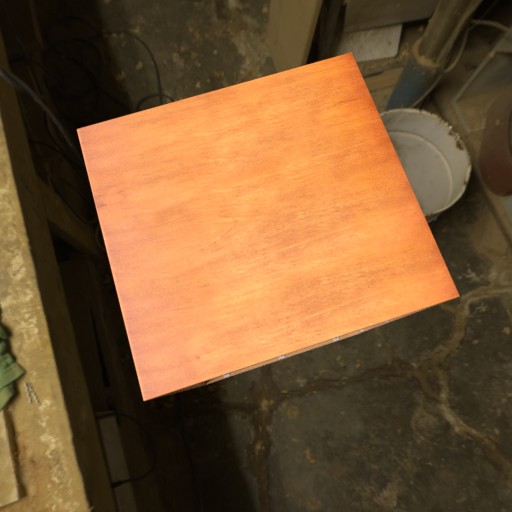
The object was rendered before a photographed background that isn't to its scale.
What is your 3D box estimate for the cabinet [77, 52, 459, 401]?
[{"bbox_3d":[0.000,0.000,0.868,0.409,0.579,0.401,-17,76,-4],"label":"cabinet"}]
